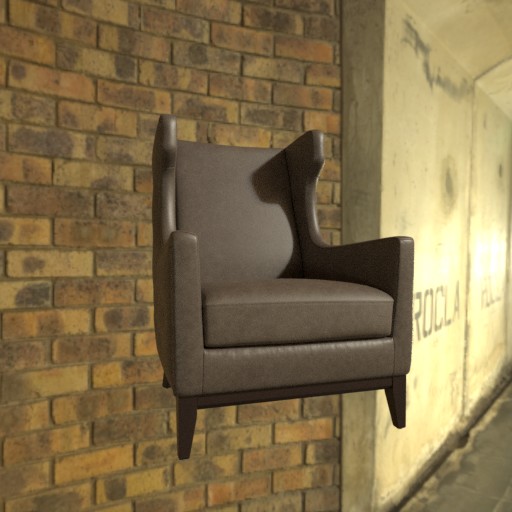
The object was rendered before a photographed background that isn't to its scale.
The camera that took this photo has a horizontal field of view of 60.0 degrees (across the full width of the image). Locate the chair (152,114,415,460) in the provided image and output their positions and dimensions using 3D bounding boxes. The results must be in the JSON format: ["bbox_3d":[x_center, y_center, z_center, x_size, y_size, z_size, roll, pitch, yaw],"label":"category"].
[{"bbox_3d":[0.000,0.000,1.654,0.769,1.079,0.899,0,-1,-19],"label":"chair"}]
